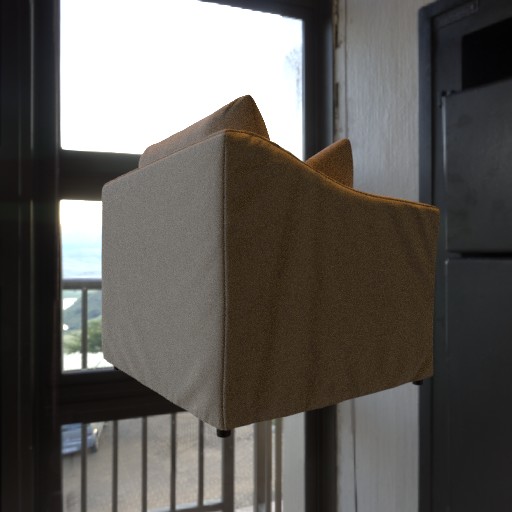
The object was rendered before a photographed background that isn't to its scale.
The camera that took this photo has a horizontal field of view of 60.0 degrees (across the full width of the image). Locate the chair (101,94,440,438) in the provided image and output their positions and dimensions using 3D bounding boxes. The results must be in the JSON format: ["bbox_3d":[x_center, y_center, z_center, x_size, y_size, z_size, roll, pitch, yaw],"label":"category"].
[{"bbox_3d":[0.000,0.000,2.010,1.071,1.093,1.194,0,0,-35],"label":"chair"}]
